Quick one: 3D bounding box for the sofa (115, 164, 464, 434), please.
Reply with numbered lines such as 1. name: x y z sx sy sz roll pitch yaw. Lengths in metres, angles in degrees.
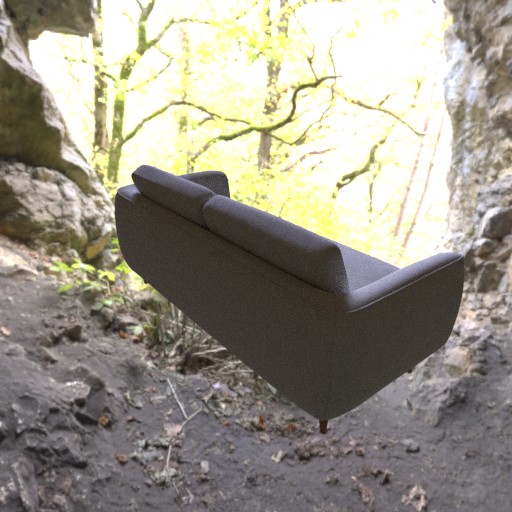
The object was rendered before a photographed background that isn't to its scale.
1. sofa: 0.000 0.000 2.483 0.920 0.850 2.000 -19 31 -34
